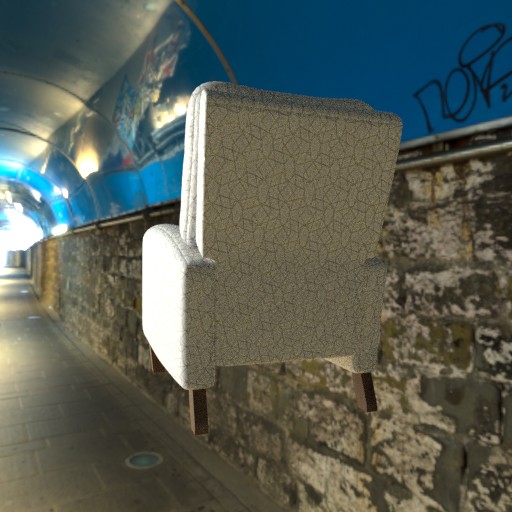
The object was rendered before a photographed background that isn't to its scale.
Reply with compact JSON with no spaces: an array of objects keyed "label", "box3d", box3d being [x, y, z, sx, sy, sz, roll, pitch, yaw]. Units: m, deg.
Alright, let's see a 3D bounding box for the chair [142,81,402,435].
[{"label":"chair","box3d":[0.000,0.000,1.751,0.796,1.064,0.995,0,0,-19]}]
